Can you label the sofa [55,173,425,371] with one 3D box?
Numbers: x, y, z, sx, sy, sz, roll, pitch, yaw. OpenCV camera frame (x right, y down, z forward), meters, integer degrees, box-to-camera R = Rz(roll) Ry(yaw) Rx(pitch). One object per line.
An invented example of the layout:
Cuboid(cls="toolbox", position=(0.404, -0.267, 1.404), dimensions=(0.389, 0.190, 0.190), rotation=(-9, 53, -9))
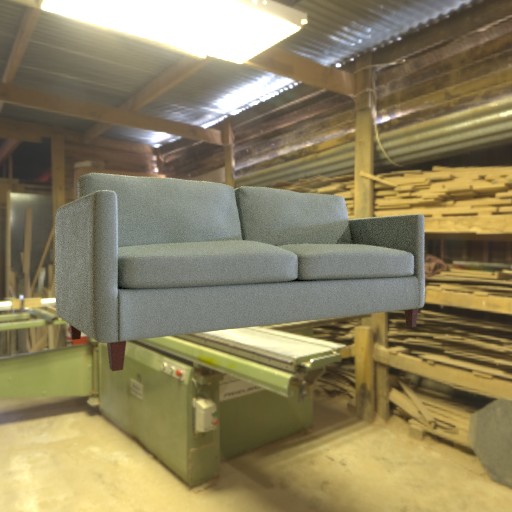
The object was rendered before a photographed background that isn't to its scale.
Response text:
Cuboid(cls="sofa", position=(0.000, 0.000, 2.797), dimensions=(2.208, 0.965, 0.951), rotation=(0, 1, -34))
